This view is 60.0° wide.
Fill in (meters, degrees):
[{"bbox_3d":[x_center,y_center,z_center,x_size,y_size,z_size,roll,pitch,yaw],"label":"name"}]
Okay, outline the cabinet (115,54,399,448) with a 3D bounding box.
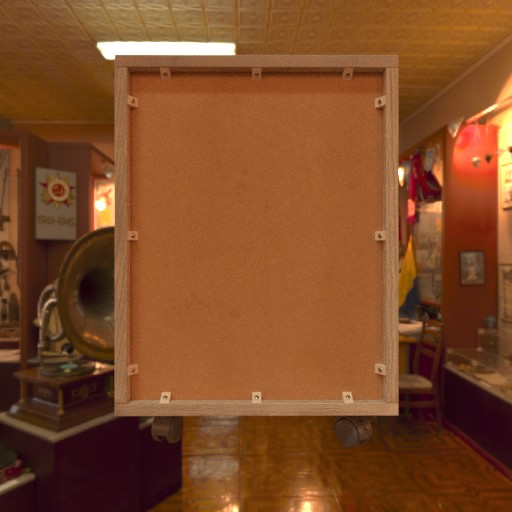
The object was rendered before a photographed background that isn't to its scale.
[{"bbox_3d":[0.000,0.000,0.838,0.409,0.579,0.401,0,0,0],"label":"cabinet"}]
